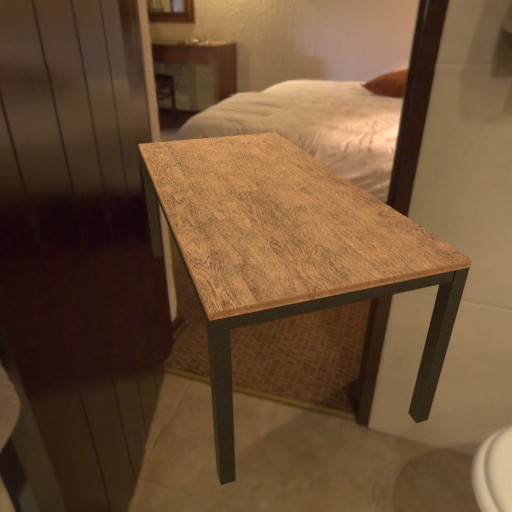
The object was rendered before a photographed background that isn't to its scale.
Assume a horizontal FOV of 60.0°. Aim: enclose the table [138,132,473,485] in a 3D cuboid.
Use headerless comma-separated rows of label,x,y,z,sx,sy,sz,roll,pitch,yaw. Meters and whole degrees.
table,0.000,0.000,2.269,0.893,0.767,1.805,-10,31,-16
